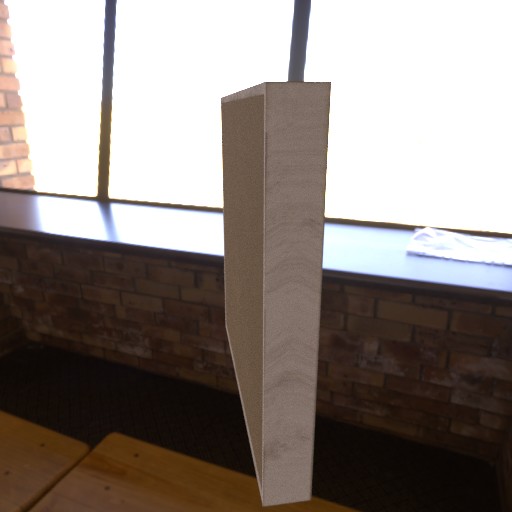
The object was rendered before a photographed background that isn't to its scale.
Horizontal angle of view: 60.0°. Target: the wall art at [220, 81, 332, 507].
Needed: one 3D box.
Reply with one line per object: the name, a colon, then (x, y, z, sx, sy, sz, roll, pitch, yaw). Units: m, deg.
wall art: (0.000, 0.000, 0.438, 0.038, 0.303, 0.305, -3, 18, -9)
